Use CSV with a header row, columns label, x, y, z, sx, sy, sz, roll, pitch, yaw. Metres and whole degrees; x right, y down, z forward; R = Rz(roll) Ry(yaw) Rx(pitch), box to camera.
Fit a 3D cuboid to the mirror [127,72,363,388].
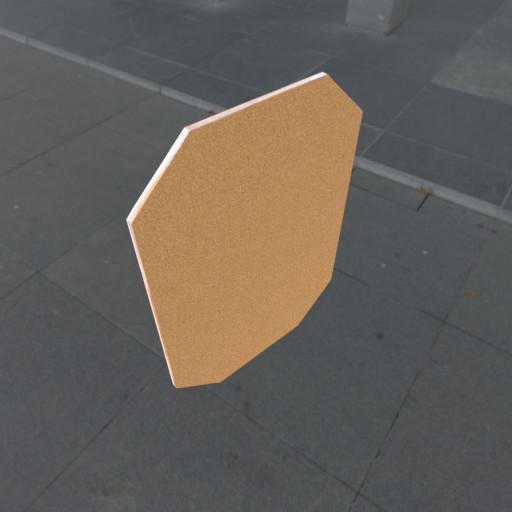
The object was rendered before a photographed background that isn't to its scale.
label,x,y,z,sx,sy,sz,roll,pitch,yaw
mirror,0.000,0.000,1.330,0.709,1.015,0.061,-31,54,-26
